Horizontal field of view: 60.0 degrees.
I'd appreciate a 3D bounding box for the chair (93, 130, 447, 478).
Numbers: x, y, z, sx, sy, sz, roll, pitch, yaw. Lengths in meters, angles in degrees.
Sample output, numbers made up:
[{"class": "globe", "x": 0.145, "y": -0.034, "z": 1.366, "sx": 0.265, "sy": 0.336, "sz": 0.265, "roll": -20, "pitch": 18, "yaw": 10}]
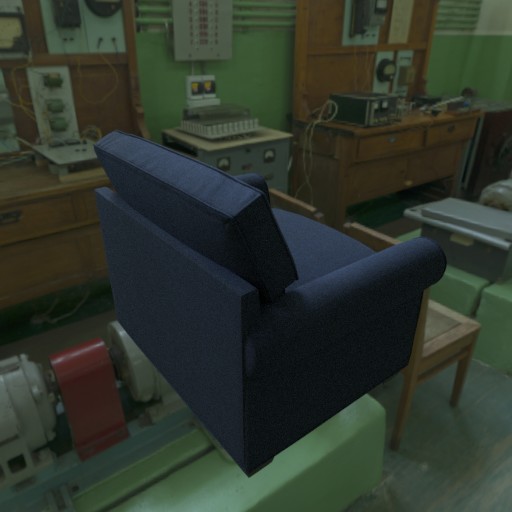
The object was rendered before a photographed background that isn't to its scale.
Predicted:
[{"class": "chair", "x": 0.000, "y": 0.000, "z": 1.953, "sx": 0.963, "sy": 1.044, "sz": 1.285, "roll": -20, "pitch": 33, "yaw": -33}]
